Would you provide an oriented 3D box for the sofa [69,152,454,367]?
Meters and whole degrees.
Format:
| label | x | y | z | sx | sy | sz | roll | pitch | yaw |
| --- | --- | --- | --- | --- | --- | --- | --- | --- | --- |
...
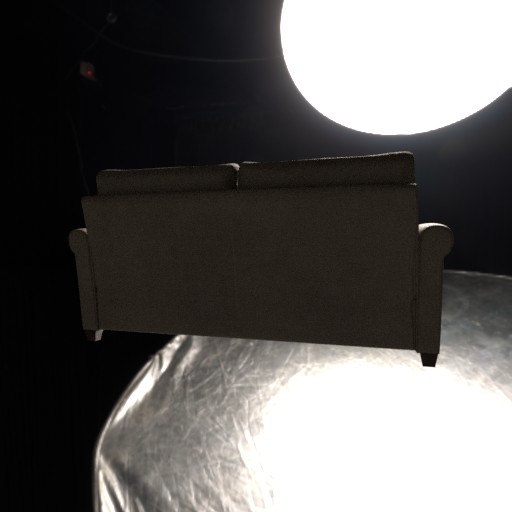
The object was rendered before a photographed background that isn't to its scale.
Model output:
| label | x | y | z | sx | sy | sz | roll | pitch | yaw |
| --- | --- | --- | --- | --- | --- | --- | --- | --- | --- |
| sofa | 0.000 | 0.000 | 2.438 | 1.935 | 0.942 | 0.842 | 0 | 2 | 18 |
